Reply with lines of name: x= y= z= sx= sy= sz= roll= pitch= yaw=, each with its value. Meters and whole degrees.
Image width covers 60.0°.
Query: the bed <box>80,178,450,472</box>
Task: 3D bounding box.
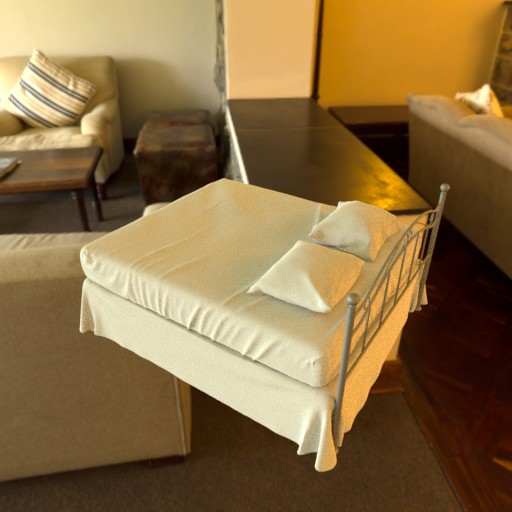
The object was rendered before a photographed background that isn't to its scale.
bed: x=0.000 y=0.000 z=3.296 sx=2.215 sy=1.080 sz=1.936 roll=19 pitch=36 yaw=29
